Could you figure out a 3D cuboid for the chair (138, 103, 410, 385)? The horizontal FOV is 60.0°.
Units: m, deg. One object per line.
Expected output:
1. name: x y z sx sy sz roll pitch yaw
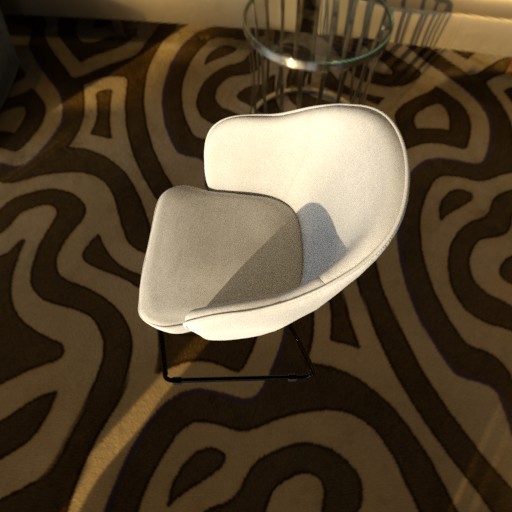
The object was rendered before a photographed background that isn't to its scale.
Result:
1. chair: 0.000 0.000 1.206 0.592 0.817 0.570 1 59 1
